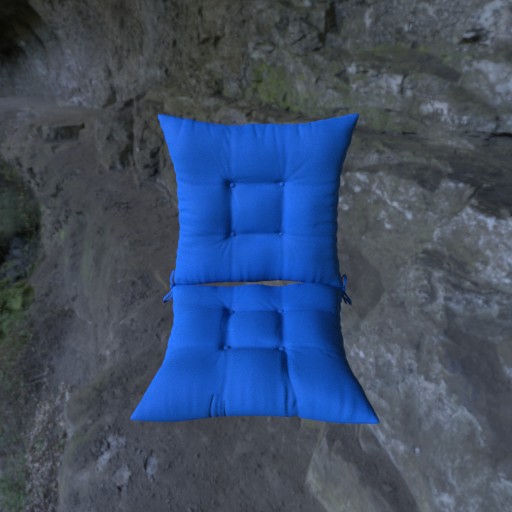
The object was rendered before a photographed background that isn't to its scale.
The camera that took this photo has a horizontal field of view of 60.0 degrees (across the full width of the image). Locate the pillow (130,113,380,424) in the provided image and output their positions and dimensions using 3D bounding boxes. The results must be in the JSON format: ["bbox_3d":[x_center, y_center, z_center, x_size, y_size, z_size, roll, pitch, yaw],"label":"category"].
[{"bbox_3d":[0.000,0.000,1.029,0.541,0.536,0.585,0,31,1],"label":"pillow"}]
